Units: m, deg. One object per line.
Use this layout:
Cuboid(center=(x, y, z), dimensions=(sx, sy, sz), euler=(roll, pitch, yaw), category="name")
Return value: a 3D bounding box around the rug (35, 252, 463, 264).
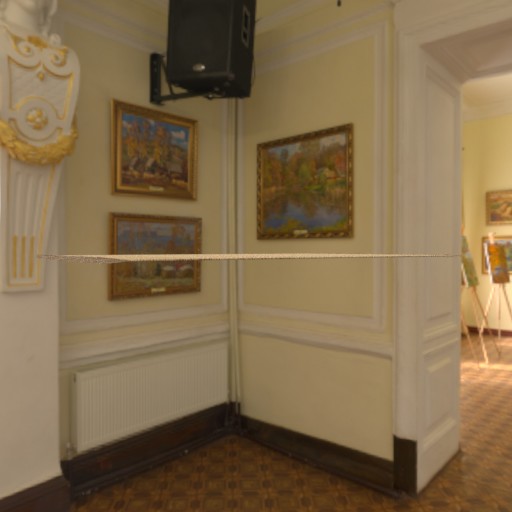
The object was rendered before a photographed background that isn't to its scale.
Cuboid(center=(0.000, 0.000, 2.416), dimensions=(2.021, 0.027, 1.224), euler=(-1, 1, -35), category="rug")
